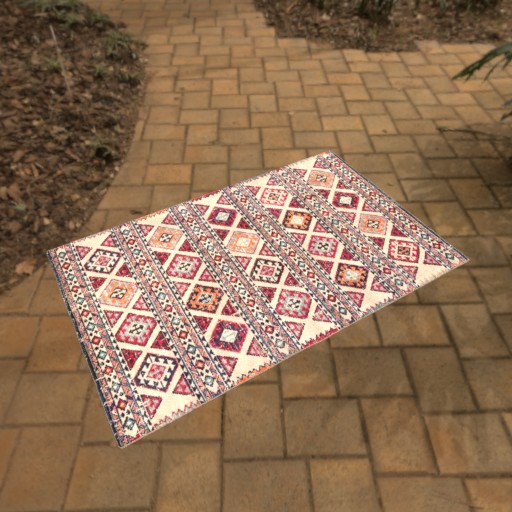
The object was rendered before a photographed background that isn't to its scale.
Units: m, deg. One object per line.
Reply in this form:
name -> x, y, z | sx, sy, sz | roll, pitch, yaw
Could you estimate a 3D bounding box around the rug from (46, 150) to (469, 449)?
rug -> 0.000, 0.000, 3.002 | 2.440, 0.010, 1.545 | -23, 51, -21
